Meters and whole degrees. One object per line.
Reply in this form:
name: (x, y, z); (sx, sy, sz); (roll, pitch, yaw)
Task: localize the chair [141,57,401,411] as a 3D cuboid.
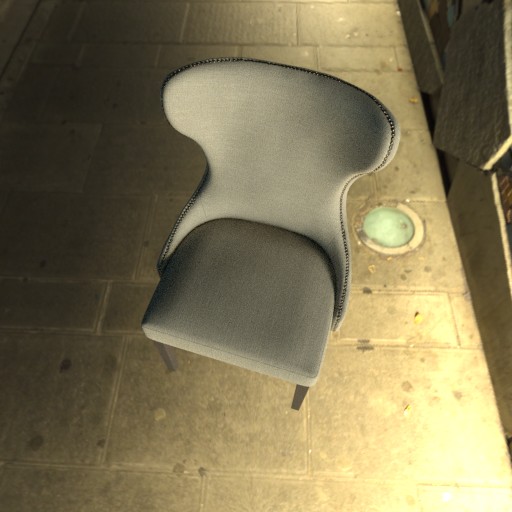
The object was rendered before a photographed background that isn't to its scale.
chair: (0.000, 0.000, 1.390); (0.628, 0.967, 0.635); (15, 60, 9)
